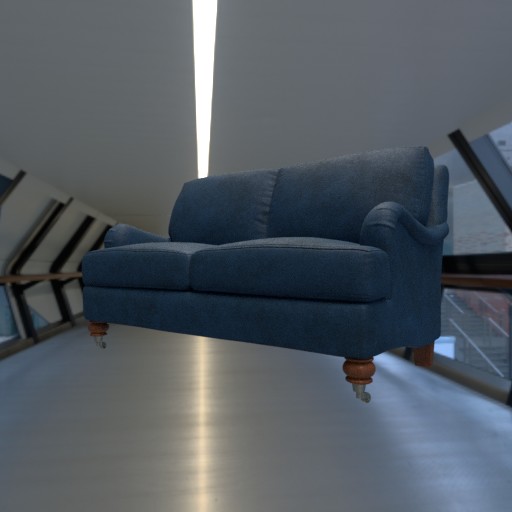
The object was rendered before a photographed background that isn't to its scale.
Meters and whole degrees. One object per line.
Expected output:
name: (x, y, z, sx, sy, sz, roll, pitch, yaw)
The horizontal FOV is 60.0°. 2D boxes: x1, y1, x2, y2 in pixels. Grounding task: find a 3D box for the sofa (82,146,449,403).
sofa: (0.000, 0.000, 2.466, 1.853, 1.101, 1.084, 0, -1, 37)
